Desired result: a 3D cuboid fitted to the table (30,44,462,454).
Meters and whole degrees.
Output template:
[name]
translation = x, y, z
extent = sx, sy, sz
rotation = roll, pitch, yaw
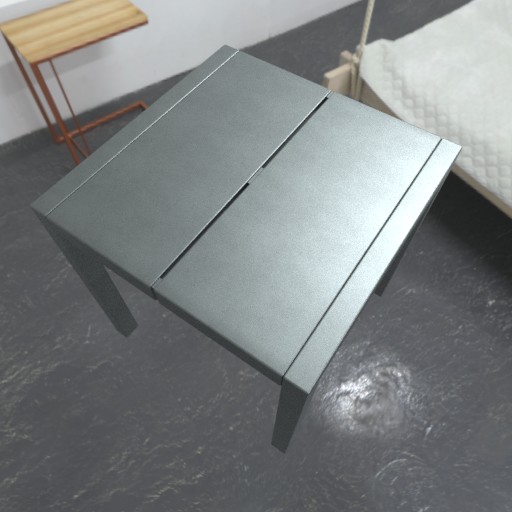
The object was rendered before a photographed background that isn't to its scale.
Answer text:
[table]
translation = 0.000, 0.000, 0.936
extent = 0.508, 0.508, 0.508
rotation = 31, 63, 17
